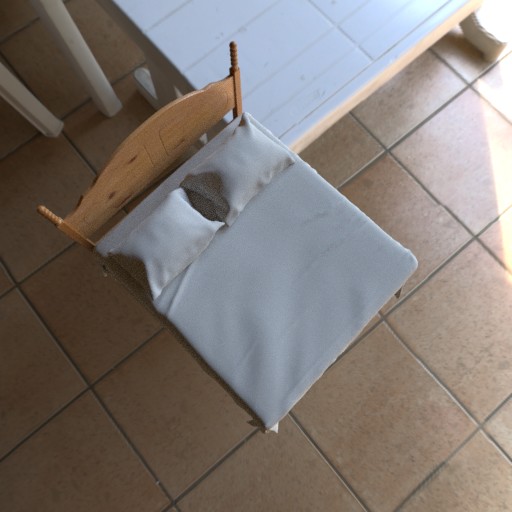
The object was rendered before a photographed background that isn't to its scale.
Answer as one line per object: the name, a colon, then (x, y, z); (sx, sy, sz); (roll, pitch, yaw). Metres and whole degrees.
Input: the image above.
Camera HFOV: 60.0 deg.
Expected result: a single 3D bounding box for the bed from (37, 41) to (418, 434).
bed: (0.000, 0.000, 3.219); (2.040, 1.356, 1.873); (43, 80, 10)
